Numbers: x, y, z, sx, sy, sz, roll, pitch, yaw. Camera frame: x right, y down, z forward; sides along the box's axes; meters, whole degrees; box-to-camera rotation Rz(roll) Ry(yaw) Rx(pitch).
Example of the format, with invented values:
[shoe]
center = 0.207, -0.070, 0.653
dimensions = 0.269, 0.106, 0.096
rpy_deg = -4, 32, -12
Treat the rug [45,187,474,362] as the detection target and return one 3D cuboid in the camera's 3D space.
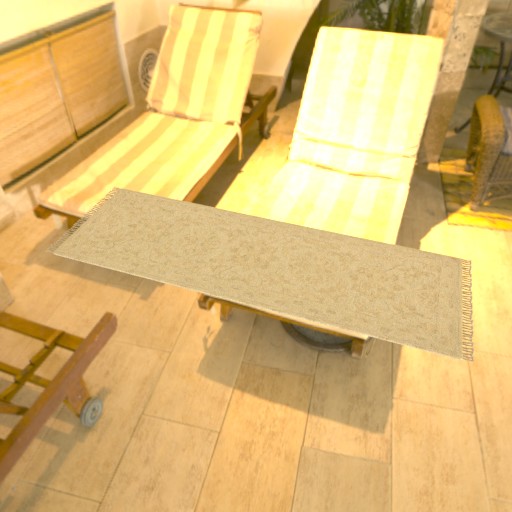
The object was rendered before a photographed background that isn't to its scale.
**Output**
[rug]
center = 0.000, 0.000, 2.774
dimensions = 2.544, 0.015, 0.795
rpy_deg = 13, 43, 14
